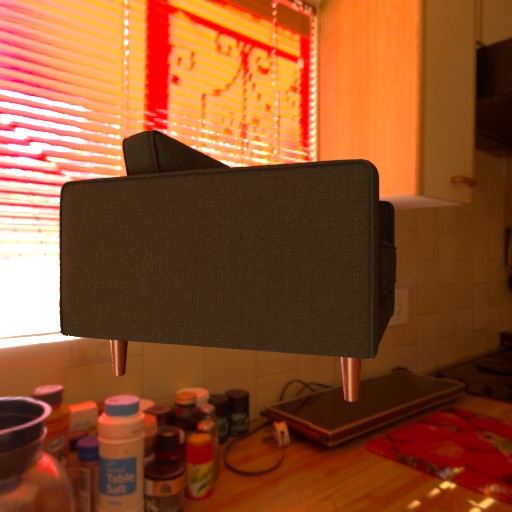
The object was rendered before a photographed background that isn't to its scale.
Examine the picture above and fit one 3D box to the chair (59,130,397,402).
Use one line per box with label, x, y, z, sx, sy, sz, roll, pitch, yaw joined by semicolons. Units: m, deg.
chair;0.000;0.000;1.545;0.919;0.770;0.899;0;0;20
